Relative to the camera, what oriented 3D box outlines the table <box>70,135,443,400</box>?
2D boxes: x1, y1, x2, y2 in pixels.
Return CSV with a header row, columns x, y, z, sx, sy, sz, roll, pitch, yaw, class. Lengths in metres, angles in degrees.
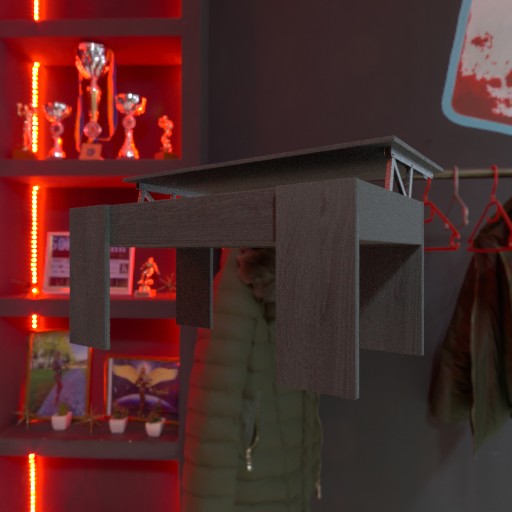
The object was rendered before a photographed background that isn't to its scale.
x,y,z,sx,sy,sz,roll,pitch,yaw,class
0.000,0.000,1.450,1.000,0.570,0.711,0,0,35,table
